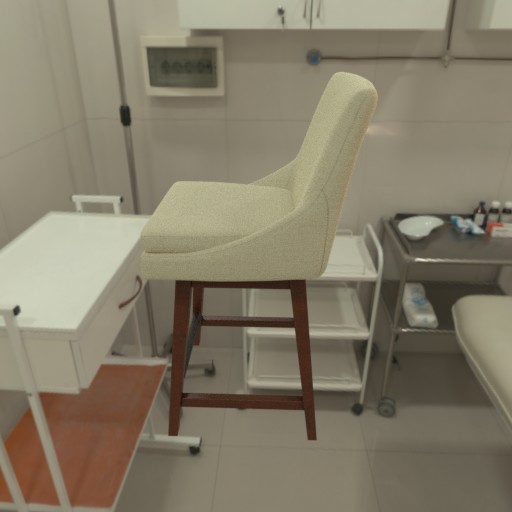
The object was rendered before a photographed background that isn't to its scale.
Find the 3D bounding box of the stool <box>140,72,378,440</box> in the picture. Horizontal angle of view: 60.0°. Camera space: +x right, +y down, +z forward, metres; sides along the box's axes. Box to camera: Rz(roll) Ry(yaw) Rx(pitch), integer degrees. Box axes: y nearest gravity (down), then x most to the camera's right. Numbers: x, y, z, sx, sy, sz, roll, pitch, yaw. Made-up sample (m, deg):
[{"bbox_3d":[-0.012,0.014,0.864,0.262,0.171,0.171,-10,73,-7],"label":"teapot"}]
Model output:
[{"bbox_3d":[0.000,0.000,1.316,0.559,0.991,0.469,1,27,2],"label":"stool"}]
